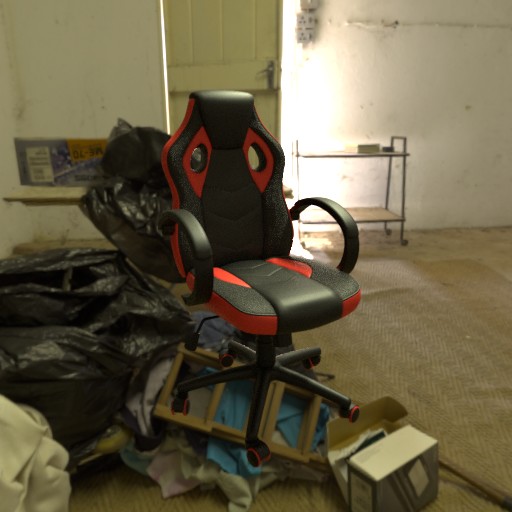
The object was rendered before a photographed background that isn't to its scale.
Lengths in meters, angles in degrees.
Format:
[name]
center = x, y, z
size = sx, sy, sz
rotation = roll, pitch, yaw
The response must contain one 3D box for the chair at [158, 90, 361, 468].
[chair]
center = 0.000, 0.000, 1.403
size = 0.600, 1.016, 0.642
rotation = -9, 19, -26
